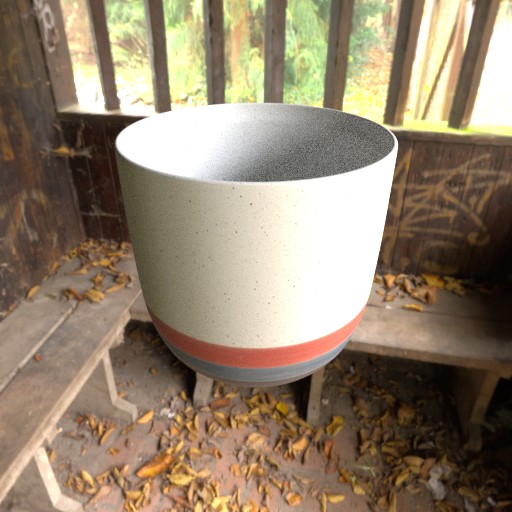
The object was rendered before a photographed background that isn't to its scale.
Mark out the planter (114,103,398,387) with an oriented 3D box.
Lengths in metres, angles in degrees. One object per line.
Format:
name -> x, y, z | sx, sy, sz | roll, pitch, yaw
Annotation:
planter -> 0.000, 0.000, 0.384 | 0.204, 0.214, 0.204 | 0, 31, 0
